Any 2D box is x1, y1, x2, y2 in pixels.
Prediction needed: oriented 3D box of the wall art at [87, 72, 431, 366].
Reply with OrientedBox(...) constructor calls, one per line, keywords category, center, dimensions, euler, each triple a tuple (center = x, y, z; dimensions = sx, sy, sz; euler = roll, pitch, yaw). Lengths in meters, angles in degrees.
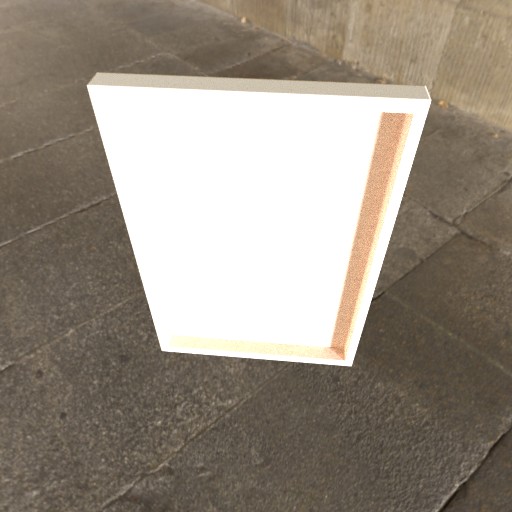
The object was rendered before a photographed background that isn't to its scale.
OrientedBox(category="wall art", center=(0.000, 0.000, 0.768), dimensions=(0.418, 0.608, 0.038), euler=(4, 46, 4))
